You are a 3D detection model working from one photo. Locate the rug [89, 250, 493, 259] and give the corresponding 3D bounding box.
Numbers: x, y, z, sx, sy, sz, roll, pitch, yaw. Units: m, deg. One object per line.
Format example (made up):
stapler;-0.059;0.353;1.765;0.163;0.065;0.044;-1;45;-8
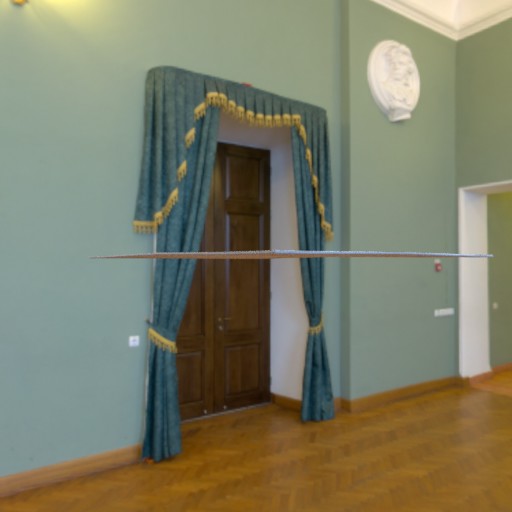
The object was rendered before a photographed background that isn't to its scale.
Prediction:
rug;0.000;0.000;2.236;1.162;0.022;1.804;1;-1;-35
